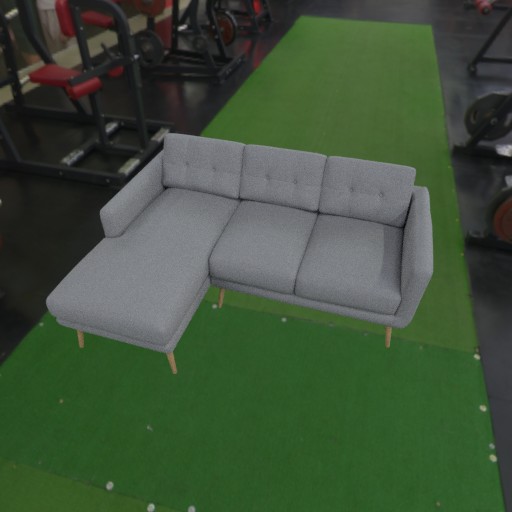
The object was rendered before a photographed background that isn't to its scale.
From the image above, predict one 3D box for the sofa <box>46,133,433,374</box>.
[{"bbox_3d":[0.000,0.000,2.810,2.040,0.860,1.530,11,41,13],"label":"sofa"}]
